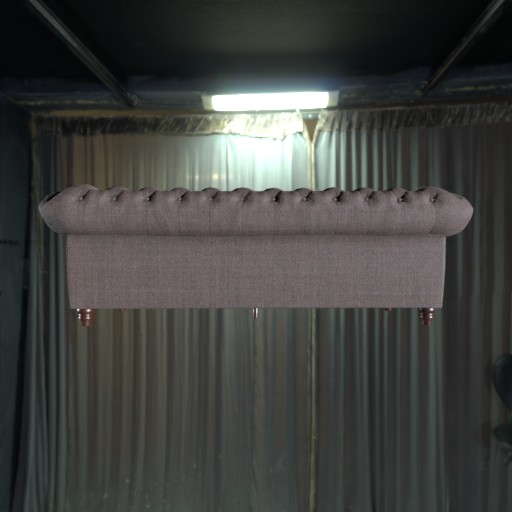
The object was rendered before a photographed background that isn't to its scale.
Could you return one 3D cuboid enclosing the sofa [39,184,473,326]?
[{"bbox_3d":[0.000,0.000,2.783,2.385,0.787,0.944,0,0,-1],"label":"sofa"}]
